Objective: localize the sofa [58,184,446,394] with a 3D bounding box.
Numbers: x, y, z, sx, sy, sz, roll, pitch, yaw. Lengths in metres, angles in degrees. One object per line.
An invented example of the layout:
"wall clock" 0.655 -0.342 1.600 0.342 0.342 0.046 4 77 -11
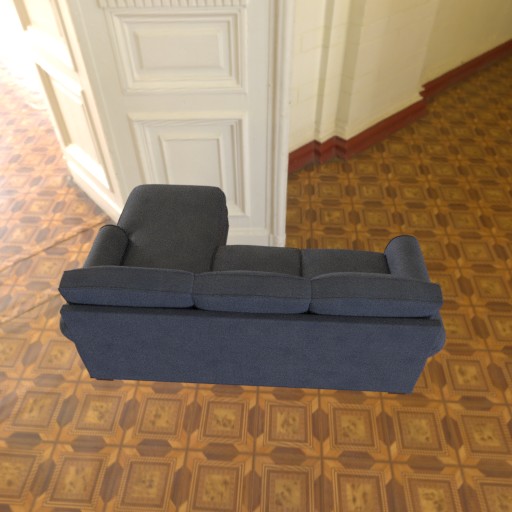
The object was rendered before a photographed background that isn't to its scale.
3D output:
"sofa" 0.000 0.000 3.545 2.567 1.063 1.780 2 45 2
